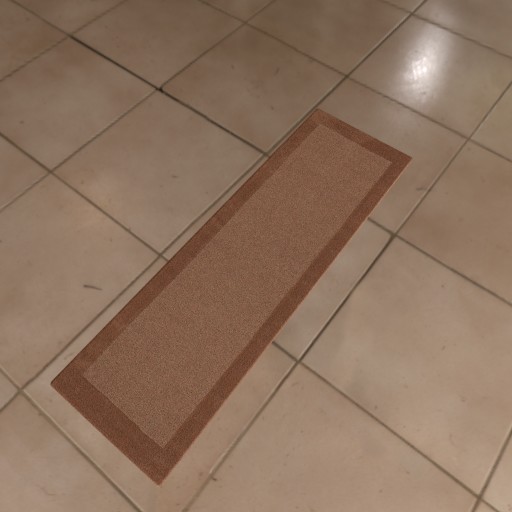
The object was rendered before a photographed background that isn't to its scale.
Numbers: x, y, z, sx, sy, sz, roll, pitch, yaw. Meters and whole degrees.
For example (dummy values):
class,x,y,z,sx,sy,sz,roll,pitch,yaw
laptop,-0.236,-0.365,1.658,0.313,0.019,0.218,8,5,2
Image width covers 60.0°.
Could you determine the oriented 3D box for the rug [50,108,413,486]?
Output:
class,x,y,z,sx,sy,sz,roll,pitch,yaw
rug,0.000,0.000,2.588,0.764,0.017,2.439,34,67,17
